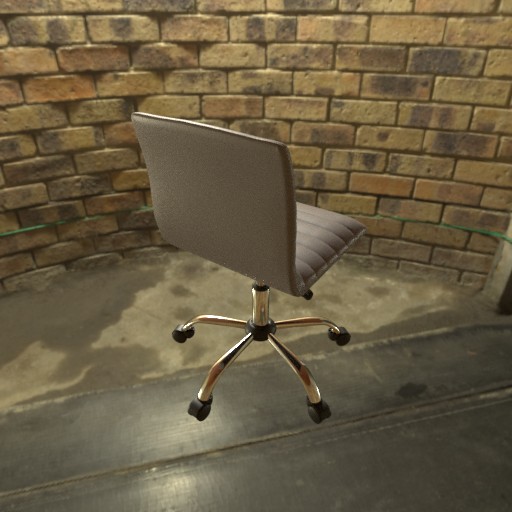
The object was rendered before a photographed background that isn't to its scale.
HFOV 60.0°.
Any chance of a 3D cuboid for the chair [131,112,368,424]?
[{"bbox_3d":[0.000,0.000,1.147,0.569,0.750,0.542,21,37,32],"label":"chair"}]
